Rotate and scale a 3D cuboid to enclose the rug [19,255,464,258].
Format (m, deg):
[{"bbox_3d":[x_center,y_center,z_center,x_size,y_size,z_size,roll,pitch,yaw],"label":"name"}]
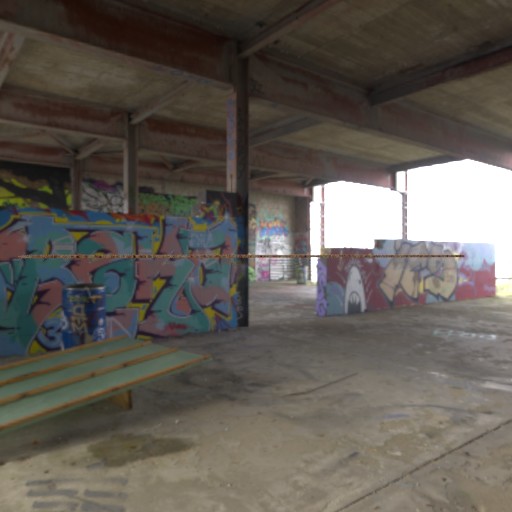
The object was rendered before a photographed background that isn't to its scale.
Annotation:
[{"bbox_3d":[0.000,0.000,2.461,2.237,0.014,0.680,0,0,-17],"label":"rug"}]
